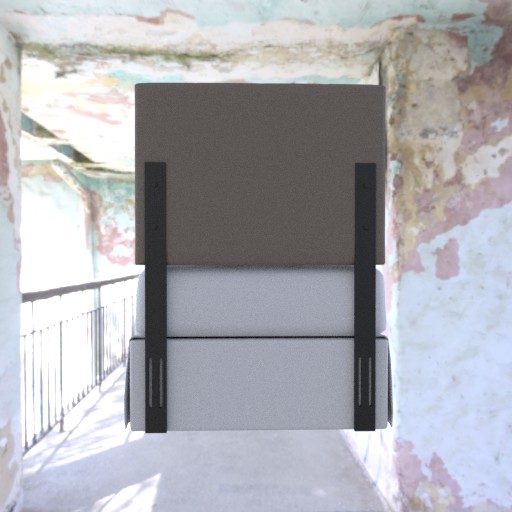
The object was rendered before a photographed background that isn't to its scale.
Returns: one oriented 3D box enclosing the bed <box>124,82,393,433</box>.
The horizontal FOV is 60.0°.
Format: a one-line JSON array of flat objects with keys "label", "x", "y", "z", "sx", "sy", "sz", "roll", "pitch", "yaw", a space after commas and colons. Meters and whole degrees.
[{"label": "bed", "x": 0.000, "y": 0.000, "z": 2.968, "sx": 1.261, "sy": 1.571, "sz": 1.997, "roll": 0, "pitch": 1, "yaw": -1}]
